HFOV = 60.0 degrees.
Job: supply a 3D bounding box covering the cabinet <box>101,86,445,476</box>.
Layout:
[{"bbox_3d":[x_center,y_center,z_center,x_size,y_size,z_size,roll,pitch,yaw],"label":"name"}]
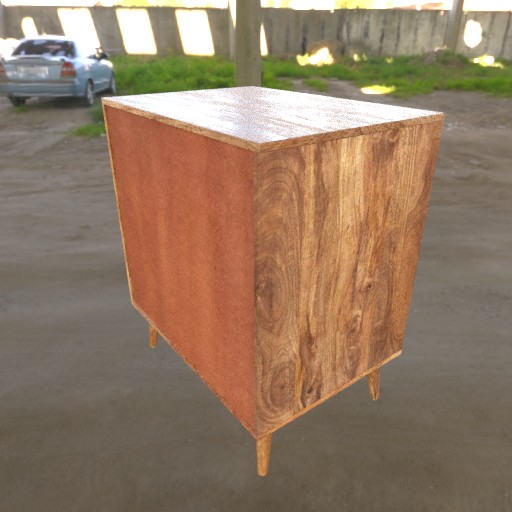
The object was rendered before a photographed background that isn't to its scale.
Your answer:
[{"bbox_3d":[0.000,0.000,1.160,0.473,0.758,0.647,-18,32,-32],"label":"cabinet"}]
